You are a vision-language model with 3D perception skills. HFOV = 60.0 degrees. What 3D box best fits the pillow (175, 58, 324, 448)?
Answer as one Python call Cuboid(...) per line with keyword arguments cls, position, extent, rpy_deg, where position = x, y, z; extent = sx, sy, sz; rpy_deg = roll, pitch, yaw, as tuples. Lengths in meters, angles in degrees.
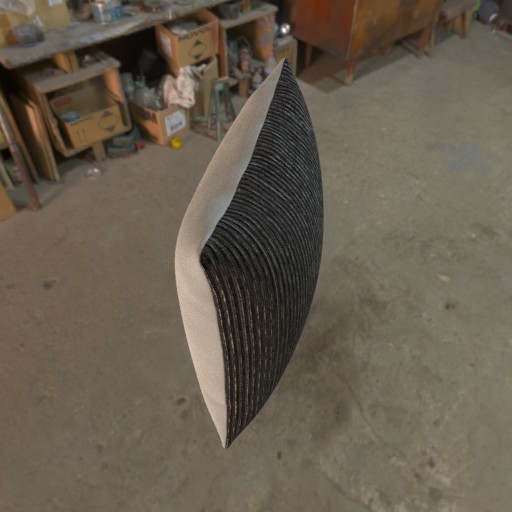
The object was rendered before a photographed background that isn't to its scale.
Cuboid(cls="pillow", position=(0.000, 0.000, 0.679), extent=(0.196, 0.434, 0.433), rpy_deg=(9, 47, 9))
